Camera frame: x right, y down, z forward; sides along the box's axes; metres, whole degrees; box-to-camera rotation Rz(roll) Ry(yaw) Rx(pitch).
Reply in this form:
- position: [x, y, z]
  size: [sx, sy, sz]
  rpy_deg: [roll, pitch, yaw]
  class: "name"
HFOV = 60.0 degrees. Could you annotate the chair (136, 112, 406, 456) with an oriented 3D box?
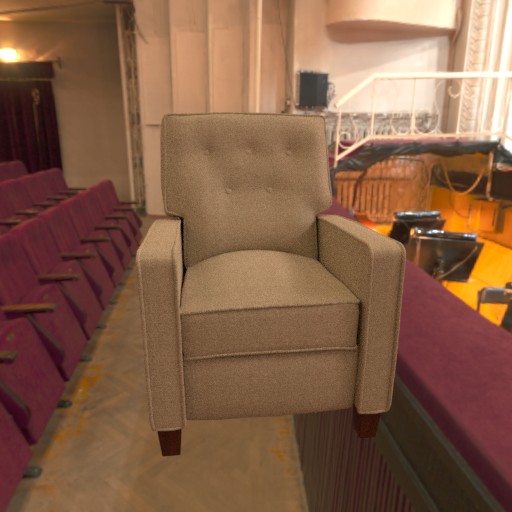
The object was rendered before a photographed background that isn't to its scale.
- position: [0.000, 0.000, 1.403]
  size: [0.648, 0.888, 0.754]
  rpy_deg: [-2, 16, -7]
  class: "chair"
